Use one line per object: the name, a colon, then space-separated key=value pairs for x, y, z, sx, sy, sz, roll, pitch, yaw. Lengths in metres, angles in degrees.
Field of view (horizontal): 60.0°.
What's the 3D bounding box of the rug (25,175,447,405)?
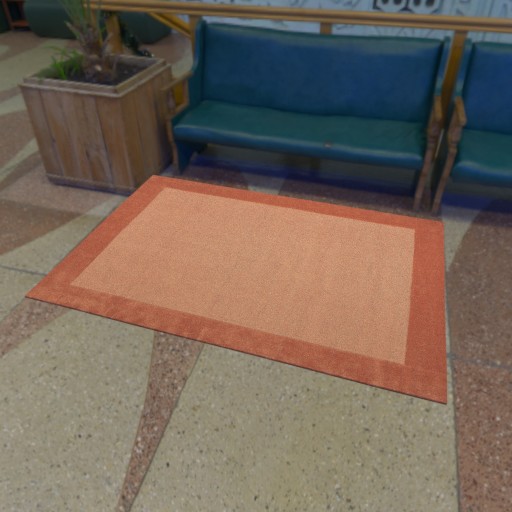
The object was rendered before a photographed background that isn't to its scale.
rug: x=0.000 y=0.000 z=2.259 sx=1.829 sy=0.014 sz=1.219 roll=11 pitch=40 yaw=14
